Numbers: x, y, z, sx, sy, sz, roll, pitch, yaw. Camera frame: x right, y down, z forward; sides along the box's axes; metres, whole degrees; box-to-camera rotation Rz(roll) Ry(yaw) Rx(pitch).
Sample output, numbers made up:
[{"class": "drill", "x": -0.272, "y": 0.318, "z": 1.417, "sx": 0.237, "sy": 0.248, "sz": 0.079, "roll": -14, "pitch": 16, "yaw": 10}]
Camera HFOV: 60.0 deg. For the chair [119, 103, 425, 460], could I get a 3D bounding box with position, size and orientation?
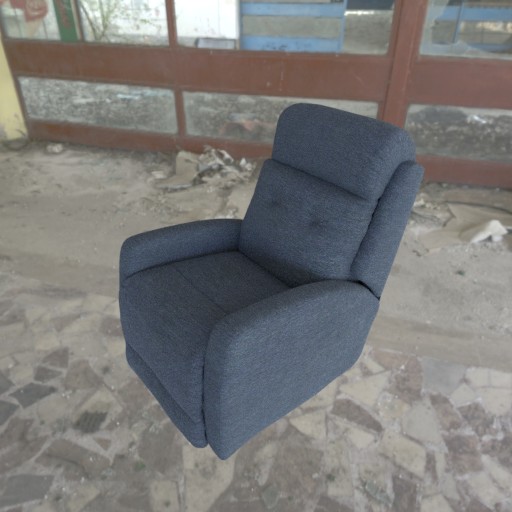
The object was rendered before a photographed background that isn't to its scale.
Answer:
[{"class": "chair", "x": 0.000, "y": 0.000, "z": 1.757, "sx": 1.043, "sy": 1.013, "sz": 0.798, "roll": -23, "pitch": 39, "yaw": -32}]
